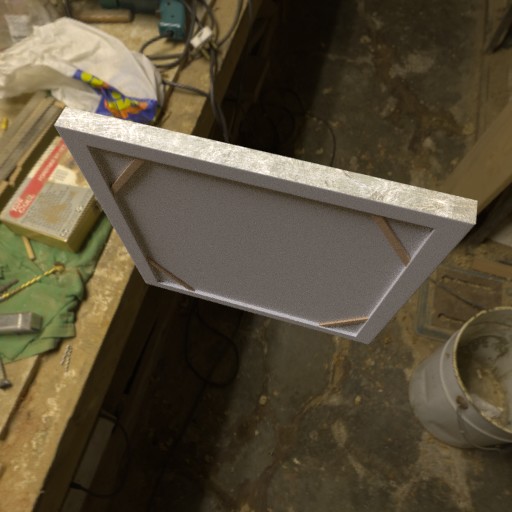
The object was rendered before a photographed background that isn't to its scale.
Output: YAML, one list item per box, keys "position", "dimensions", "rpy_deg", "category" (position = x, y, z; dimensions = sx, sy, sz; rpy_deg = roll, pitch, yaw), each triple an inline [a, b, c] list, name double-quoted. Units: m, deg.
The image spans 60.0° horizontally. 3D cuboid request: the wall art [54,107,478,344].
- position: [0.000, 0.000, 0.899]
  dimensions: [0.610, 0.610, 0.038]
  rpy_deg: [15, 65, 7]
  category: "wall art"
